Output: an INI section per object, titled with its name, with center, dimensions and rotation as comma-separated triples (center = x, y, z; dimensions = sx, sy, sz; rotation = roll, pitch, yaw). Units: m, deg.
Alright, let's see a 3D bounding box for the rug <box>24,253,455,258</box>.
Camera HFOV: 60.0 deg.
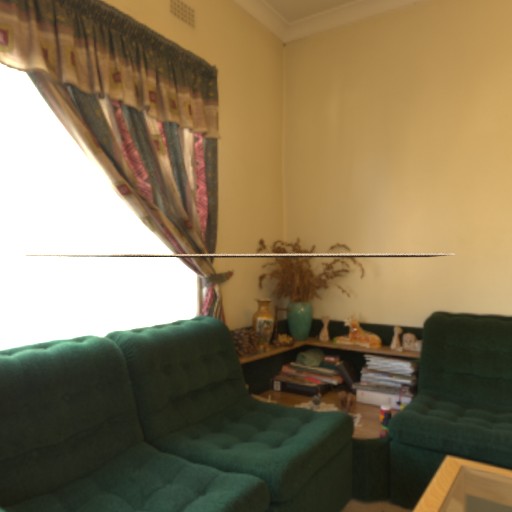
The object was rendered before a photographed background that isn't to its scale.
[rug]
center = 0.000, 0.000, 4.403
dimensions = 3.357, 0.019, 2.449
rotation = 0, -1, 17
